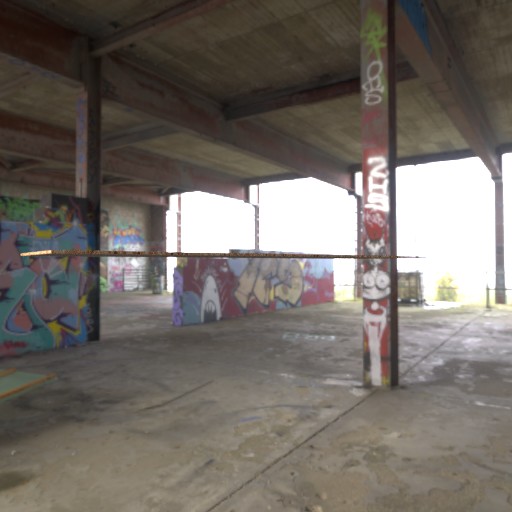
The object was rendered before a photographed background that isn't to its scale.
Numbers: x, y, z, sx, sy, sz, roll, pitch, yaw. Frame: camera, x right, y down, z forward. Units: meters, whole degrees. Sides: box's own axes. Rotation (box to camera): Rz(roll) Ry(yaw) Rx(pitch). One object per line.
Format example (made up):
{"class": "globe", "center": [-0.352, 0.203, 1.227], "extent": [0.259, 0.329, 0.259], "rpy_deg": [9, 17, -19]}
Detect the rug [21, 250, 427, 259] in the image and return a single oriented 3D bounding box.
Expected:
{"class": "rug", "center": [0.000, 0.000, 2.460], "extent": [2.237, 0.014, 0.680], "rpy_deg": [1, -1, -36]}
